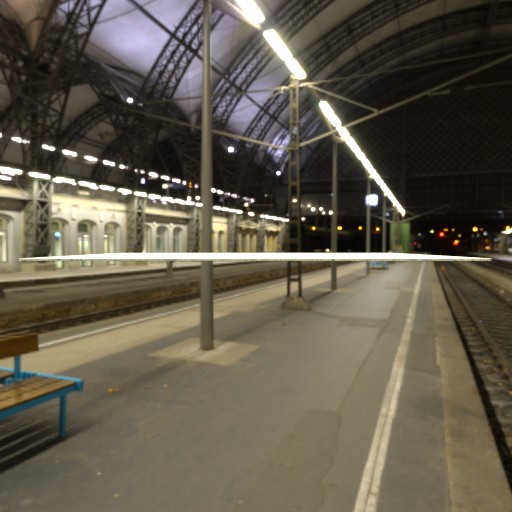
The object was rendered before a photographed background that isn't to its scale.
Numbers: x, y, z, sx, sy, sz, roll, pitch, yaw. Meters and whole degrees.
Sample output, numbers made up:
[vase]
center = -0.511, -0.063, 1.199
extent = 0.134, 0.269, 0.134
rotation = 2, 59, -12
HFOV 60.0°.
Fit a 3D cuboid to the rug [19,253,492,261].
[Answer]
[rug]
center = 0.000, 0.000, 2.321
extent = 1.820, 0.009, 1.260
rotation = 0, 1, 0
